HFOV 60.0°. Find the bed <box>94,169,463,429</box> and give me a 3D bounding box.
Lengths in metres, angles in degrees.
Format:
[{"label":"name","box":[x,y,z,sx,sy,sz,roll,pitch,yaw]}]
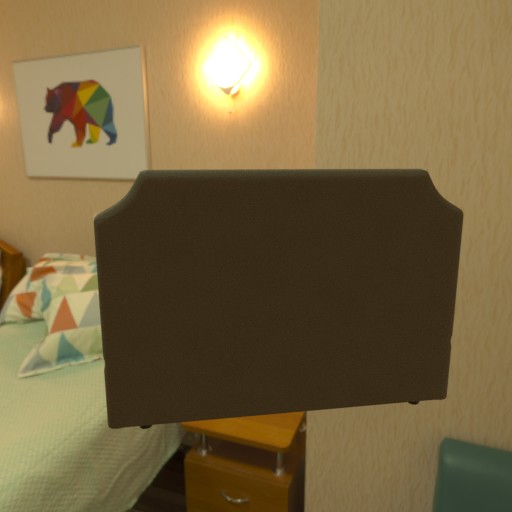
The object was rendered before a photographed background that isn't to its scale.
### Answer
[{"label":"bed","box":[0.000,0.000,3.238,1.831,1.297,2.181,-2,13,-9]}]
